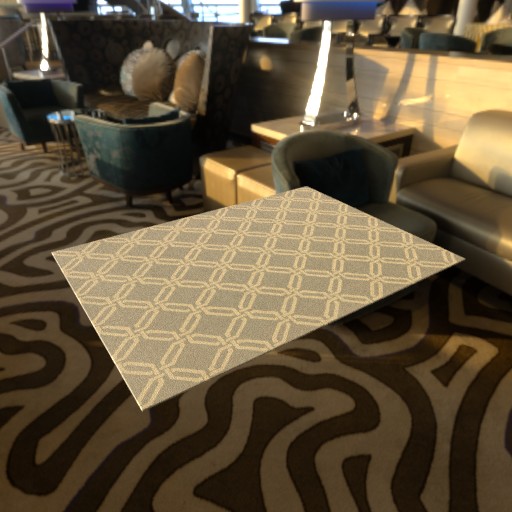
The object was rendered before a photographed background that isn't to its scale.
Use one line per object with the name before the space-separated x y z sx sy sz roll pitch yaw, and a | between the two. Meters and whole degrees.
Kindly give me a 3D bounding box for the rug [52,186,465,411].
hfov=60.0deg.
rug | 0.000 0.000 4.437 3.353 0.013 2.438 -18 34 -29
